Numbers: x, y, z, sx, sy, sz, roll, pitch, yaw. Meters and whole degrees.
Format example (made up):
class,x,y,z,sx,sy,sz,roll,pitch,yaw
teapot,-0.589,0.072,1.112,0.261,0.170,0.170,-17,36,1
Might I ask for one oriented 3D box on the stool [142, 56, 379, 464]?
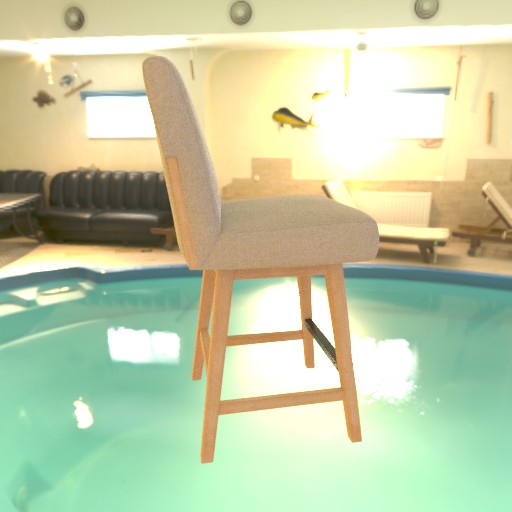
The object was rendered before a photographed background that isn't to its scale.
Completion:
class,x,y,z,sx,sy,sz,roll,pitch,yaw
stool,0.000,0.000,1.386,0.606,1.085,0.507,-3,16,-11
